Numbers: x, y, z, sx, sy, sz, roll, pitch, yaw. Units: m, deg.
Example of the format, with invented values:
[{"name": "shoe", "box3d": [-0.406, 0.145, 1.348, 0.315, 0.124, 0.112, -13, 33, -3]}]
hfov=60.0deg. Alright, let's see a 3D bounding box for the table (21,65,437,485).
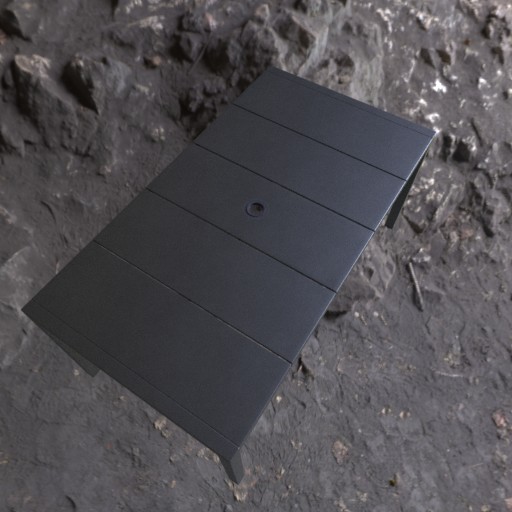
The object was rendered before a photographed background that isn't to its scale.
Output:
[{"name": "table", "box3d": [0.000, 0.000, 2.130, 0.914, 0.735, 1.680, 29, 62, 17]}]
